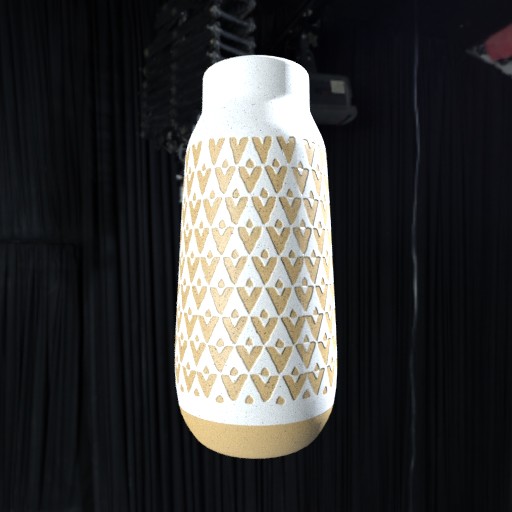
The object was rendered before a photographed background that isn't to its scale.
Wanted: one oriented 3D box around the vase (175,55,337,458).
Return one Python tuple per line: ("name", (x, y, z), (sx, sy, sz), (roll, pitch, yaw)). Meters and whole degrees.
("vase", (0.000, 0.000, 0.382), (0.137, 0.307, 0.137), (0, 0, 0))
